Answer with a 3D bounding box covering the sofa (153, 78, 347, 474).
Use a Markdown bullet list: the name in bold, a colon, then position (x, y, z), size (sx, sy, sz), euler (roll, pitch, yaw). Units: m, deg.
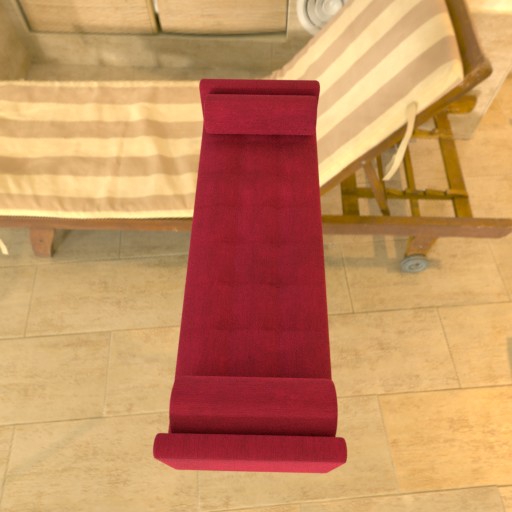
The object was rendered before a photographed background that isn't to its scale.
- **sofa**: position (0.000, 0.000, 2.285), size (0.686, 0.635, 1.981), euler (1, 60, 1)
